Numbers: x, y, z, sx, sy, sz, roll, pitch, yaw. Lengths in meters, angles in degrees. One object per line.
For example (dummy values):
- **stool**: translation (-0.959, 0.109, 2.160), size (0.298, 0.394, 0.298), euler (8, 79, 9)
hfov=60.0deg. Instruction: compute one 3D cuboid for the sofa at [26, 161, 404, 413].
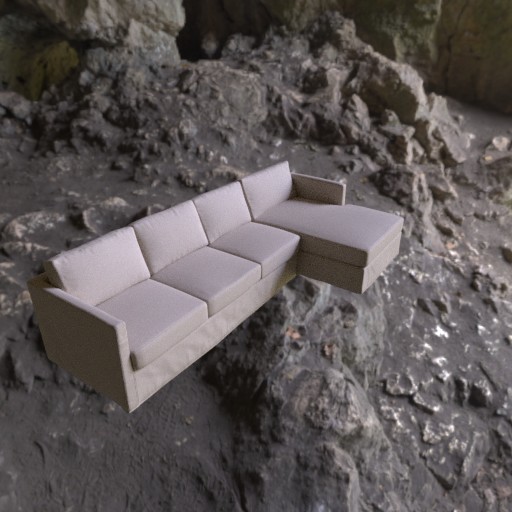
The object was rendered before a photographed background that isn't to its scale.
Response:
- **sofa**: translation (0.000, 0.000, 3.880), size (1.622, 0.871, 3.206), euler (18, 33, 30)
